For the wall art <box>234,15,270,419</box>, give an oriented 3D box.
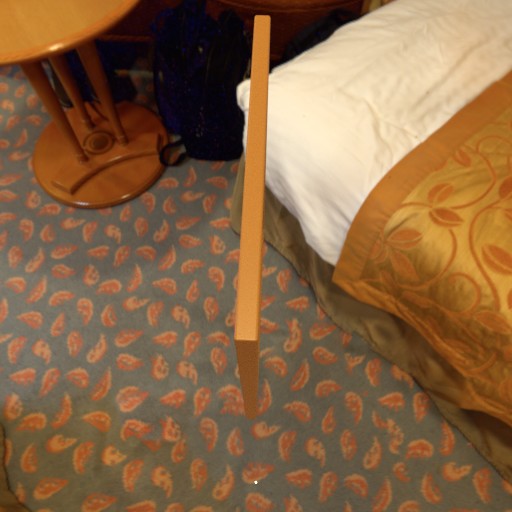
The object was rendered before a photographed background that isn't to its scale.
[{"bbox_3d":[0.000,0.000,0.510,0.015,0.379,0.310,2,63,1],"label":"wall art"}]
